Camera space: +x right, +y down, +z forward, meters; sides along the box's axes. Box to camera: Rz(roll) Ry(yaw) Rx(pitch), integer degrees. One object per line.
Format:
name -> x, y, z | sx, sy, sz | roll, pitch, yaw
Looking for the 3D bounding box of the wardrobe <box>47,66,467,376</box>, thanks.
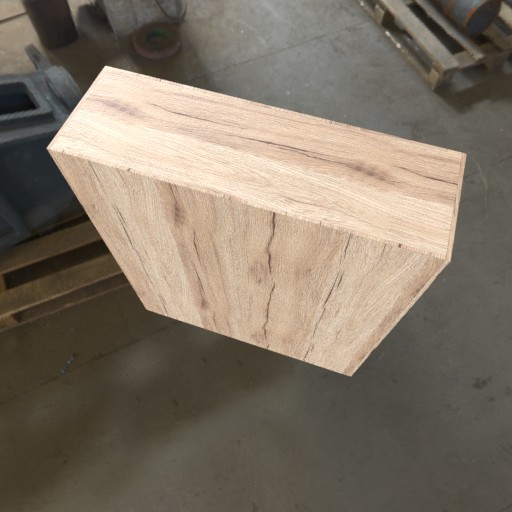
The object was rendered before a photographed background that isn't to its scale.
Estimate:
wardrobe -> 0.000, 0.000, 2.921 | 1.810, 2.070, 0.580 | 17, 64, 8
